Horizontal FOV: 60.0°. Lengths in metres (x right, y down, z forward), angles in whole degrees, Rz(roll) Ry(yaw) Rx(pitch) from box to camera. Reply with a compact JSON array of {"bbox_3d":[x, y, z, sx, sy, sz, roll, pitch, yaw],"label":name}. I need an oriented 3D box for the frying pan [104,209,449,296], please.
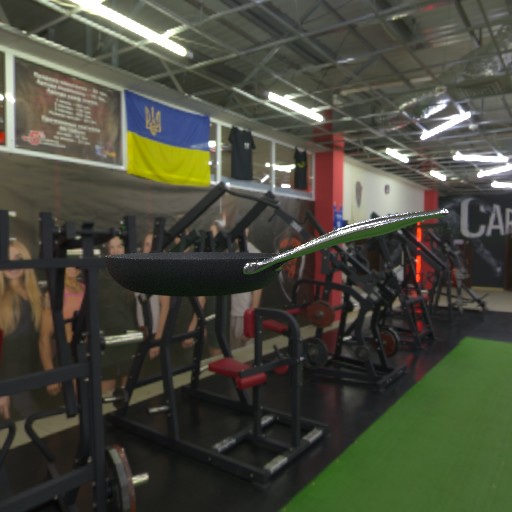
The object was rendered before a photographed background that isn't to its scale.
[{"bbox_3d":[0.000,0.000,0.579,0.472,0.105,0.255,2,3,38],"label":"frying pan"}]
